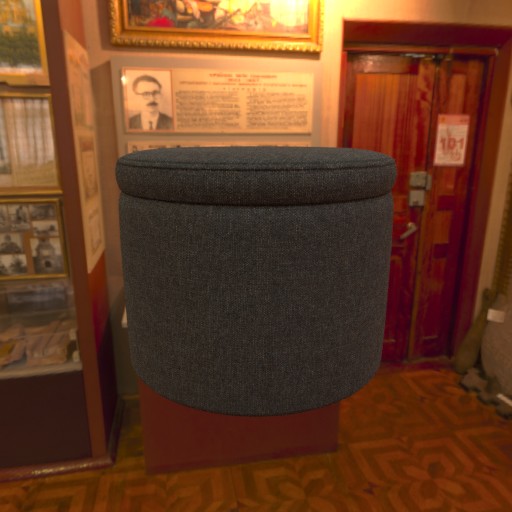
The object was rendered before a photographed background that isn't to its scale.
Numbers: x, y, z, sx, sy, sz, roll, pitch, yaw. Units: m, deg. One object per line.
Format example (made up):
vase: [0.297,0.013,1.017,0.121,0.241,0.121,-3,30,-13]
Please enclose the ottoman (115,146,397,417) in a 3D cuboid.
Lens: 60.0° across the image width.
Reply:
ottoman: [0.000,0.000,0.897,0.520,0.430,0.520,0,15,0]
